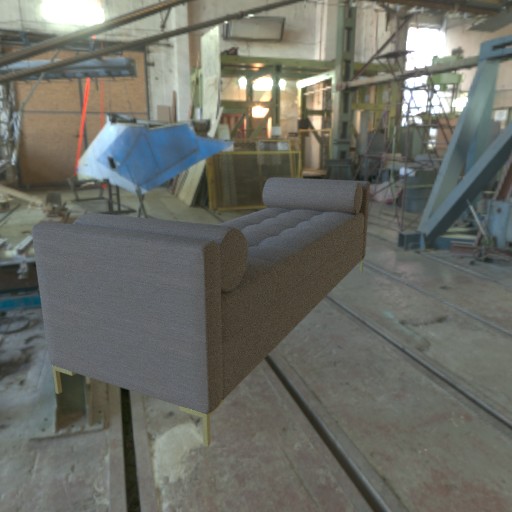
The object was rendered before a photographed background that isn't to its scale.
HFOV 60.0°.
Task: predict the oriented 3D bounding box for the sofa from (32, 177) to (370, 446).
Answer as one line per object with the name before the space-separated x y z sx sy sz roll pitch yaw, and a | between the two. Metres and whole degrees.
sofa | 0.000 0.000 2.241 0.686 0.635 1.981 7 17 25
